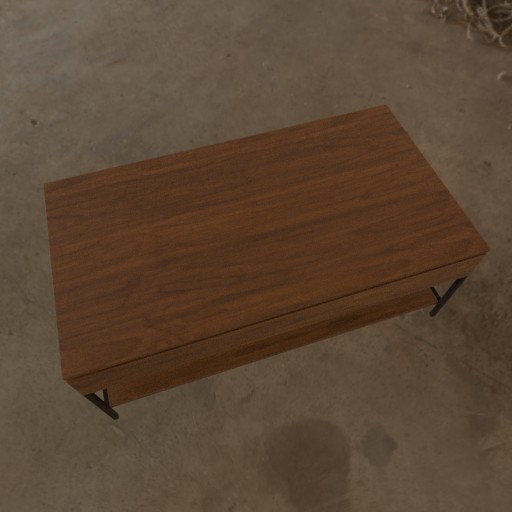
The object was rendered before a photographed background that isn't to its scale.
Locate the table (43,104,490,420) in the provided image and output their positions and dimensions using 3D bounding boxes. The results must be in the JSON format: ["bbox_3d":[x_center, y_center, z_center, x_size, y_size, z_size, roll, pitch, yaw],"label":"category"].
[{"bbox_3d":[0.000,0.000,1.350,1.057,0.414,0.574,-16,59,-9],"label":"table"}]
